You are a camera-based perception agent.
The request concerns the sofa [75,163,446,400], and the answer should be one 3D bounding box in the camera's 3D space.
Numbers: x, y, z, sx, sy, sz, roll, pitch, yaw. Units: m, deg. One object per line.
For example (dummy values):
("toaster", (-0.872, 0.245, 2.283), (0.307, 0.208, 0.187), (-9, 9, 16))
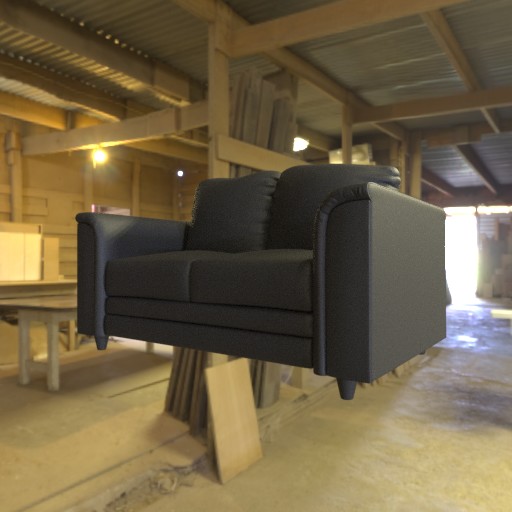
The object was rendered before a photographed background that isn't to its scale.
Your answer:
("sofa", (0.000, 0.000, 1.949), (1.386, 0.845, 0.887), (0, 0, 36))
